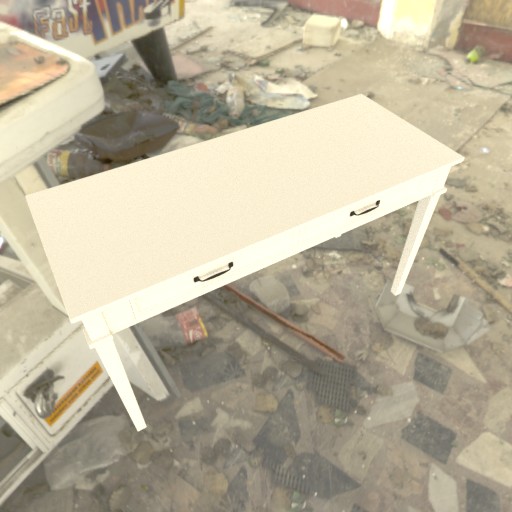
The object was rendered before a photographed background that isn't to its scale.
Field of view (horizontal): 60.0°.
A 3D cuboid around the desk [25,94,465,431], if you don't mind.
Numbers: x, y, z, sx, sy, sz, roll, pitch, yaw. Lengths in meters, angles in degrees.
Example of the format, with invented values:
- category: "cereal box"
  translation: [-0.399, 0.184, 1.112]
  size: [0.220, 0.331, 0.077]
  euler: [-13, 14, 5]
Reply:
- category: "desk"
  translation: [0.000, 0.000, 1.759]
  size: [1.372, 0.774, 0.559]
  euler: [-23, 50, -21]
